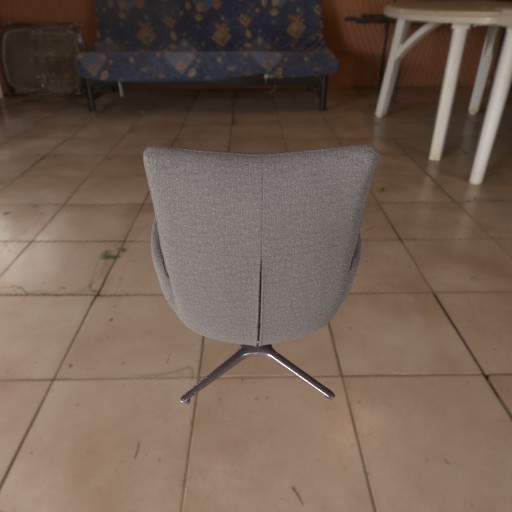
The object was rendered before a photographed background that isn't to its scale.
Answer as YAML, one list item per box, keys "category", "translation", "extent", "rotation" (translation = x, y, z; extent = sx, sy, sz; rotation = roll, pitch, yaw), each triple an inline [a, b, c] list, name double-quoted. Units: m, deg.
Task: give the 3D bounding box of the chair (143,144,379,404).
- category: "chair"
  translation: [0.000, 0.000, 1.536]
  extent: [0.702, 0.984, 0.831]
  rotation: [-1, 31, -2]
